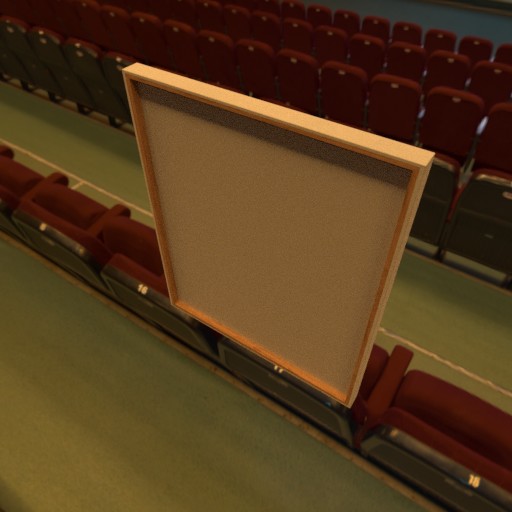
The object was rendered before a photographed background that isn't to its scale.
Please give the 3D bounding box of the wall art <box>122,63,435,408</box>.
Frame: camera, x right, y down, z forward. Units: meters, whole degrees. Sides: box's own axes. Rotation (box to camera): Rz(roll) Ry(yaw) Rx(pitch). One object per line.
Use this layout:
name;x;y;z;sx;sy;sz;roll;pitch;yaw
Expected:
wall art;0.000;0.000;0.847;0.508;0.606;0.037;25;50;23
